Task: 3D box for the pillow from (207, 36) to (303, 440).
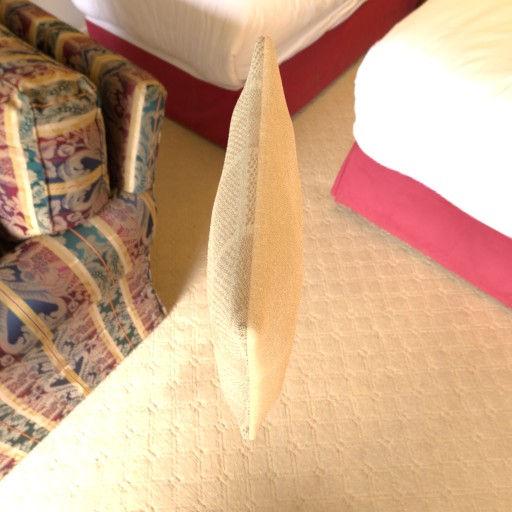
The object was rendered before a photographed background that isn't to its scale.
[{"bbox_3d":[0.000,0.000,0.659,0.138,0.432,0.436,2,56,1],"label":"pillow"}]
